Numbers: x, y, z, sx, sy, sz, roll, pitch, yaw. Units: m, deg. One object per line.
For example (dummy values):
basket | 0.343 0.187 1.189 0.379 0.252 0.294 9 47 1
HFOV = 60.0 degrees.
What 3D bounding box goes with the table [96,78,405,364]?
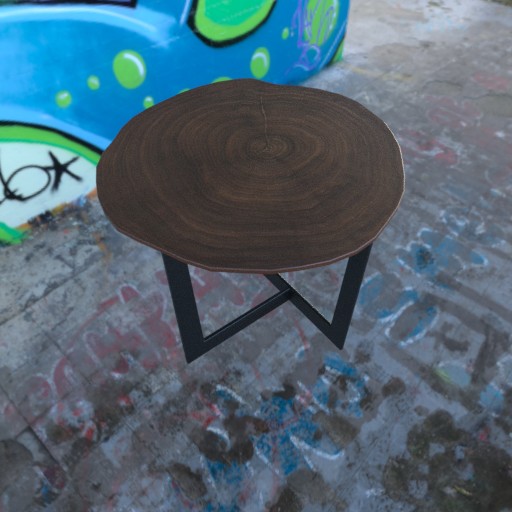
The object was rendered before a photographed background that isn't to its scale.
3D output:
table | 0.000 0.000 0.871 0.477 0.476 0.494 34 56 27
